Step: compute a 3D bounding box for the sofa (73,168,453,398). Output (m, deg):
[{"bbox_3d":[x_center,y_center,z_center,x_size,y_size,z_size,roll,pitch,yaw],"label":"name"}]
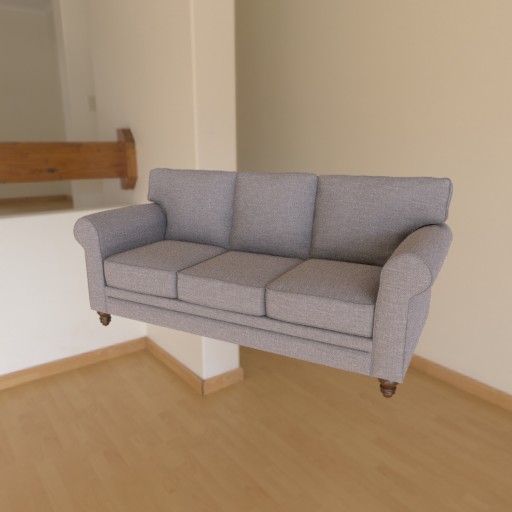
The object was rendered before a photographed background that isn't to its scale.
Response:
[{"bbox_3d":[0.000,0.000,2.636,2.084,0.961,0.916,7,16,27],"label":"sofa"}]
